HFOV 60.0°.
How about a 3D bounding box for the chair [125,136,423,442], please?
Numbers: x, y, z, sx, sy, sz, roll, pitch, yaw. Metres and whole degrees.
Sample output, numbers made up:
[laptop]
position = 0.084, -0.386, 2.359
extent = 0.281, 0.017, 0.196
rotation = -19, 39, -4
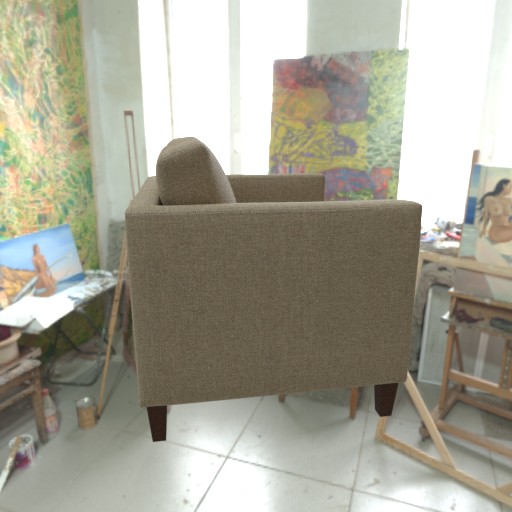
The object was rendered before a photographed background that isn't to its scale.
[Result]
[chair]
position = 0.000, 0.000, 1.898
extent = 0.959, 0.987, 1.107
rotation = -3, 16, -9
